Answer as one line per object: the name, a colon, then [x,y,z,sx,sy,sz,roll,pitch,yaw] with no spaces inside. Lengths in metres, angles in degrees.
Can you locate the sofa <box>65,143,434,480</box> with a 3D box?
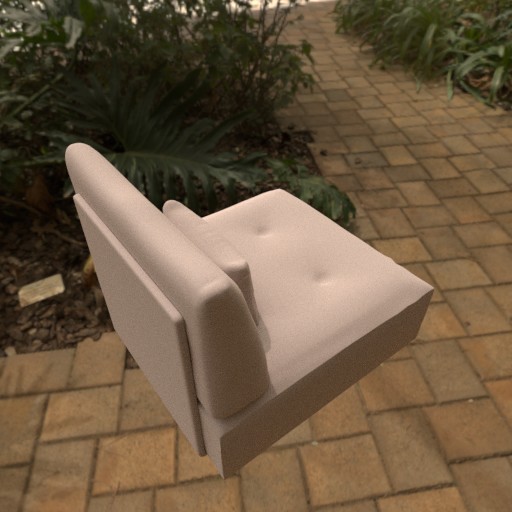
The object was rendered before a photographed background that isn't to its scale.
sofa: [0.000,0.000,1.664,1.000,0.828,0.935,-26,46,-28]
